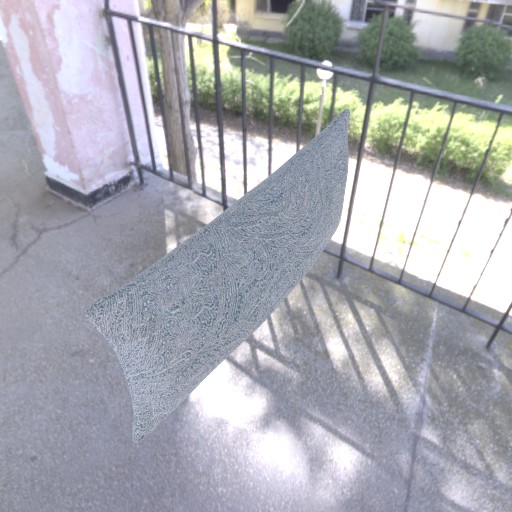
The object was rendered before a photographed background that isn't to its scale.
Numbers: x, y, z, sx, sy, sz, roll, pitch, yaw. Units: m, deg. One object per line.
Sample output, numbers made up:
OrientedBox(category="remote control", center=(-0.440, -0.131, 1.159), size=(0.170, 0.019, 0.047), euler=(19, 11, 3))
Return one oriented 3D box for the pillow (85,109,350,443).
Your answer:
OrientedBox(category="pillow", center=(0.000, 0.000, 0.743), size=(0.151, 0.295, 0.615), euler=(25, 47, 25))
